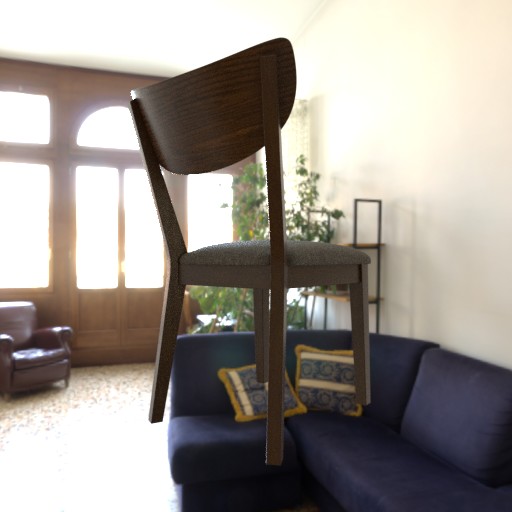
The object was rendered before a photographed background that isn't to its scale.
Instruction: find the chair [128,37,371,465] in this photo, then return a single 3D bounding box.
[{"bbox_3d":[0.000,0.000,1.172,0.491,0.849,0.583,0,0,37],"label":"chair"}]
